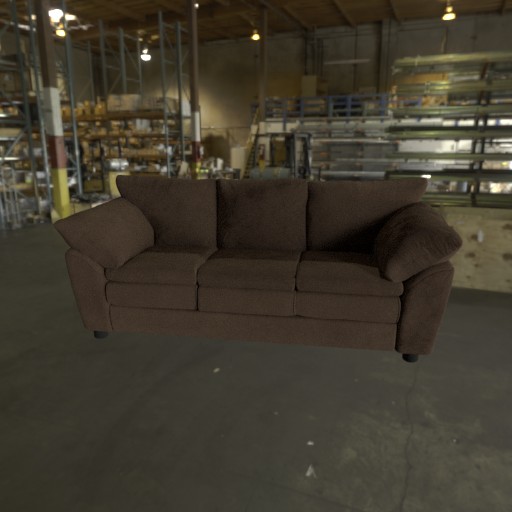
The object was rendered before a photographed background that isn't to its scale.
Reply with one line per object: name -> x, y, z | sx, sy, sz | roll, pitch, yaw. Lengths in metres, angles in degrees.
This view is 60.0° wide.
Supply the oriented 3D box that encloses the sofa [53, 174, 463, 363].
sofa -> 0.000, 0.000, 2.915 | 2.336, 1.015, 0.878 | 2, 13, 10
